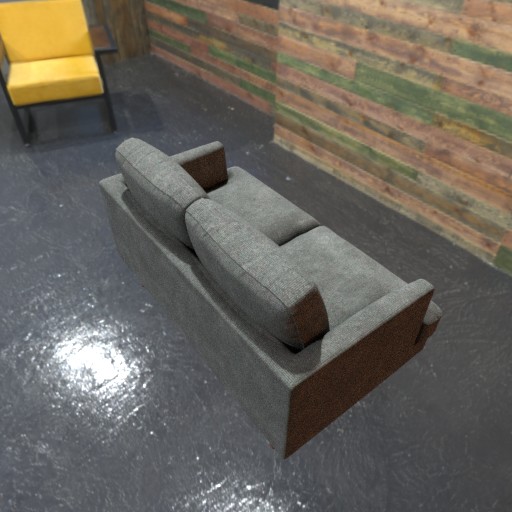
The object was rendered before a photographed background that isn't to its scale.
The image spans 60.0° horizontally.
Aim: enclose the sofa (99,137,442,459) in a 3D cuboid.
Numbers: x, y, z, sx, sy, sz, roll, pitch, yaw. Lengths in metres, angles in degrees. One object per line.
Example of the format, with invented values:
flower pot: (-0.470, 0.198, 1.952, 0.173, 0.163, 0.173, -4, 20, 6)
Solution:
sofa: (0.000, 0.000, 2.196, 0.903, 0.956, 1.582, -27, 48, -27)
